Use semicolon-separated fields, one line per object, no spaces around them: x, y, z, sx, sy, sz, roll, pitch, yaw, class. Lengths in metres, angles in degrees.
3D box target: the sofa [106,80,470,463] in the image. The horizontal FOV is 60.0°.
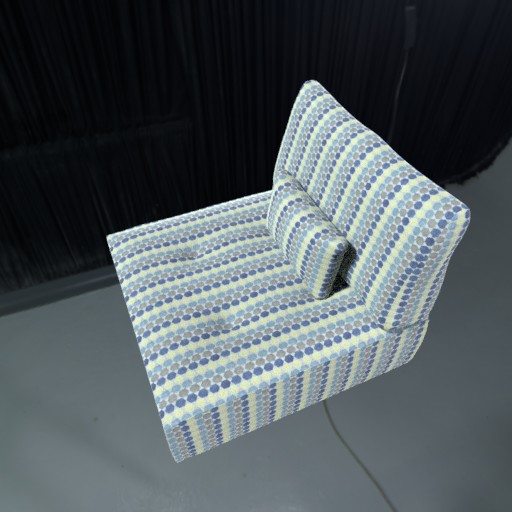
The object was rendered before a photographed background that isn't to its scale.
0.000;0.000;1.665;1.000;0.830;0.930;-18;49;-16;sofa
